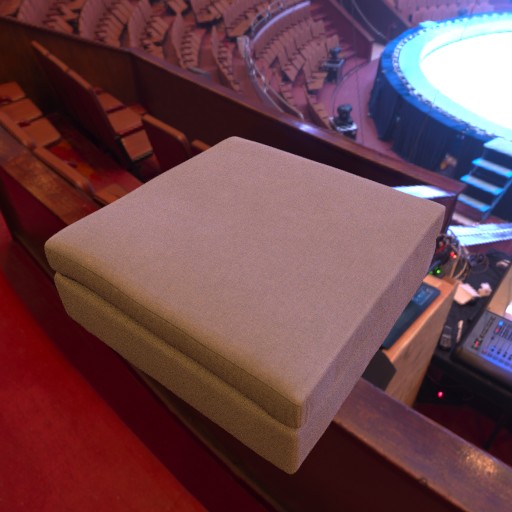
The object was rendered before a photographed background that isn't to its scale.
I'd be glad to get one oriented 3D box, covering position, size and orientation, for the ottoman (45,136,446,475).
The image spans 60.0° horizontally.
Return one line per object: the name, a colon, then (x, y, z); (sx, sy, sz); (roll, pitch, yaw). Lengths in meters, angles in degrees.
ottoman: (0.000, 0.000, 1.838); (1.171, 0.517, 1.203); (25, 46, 27)
